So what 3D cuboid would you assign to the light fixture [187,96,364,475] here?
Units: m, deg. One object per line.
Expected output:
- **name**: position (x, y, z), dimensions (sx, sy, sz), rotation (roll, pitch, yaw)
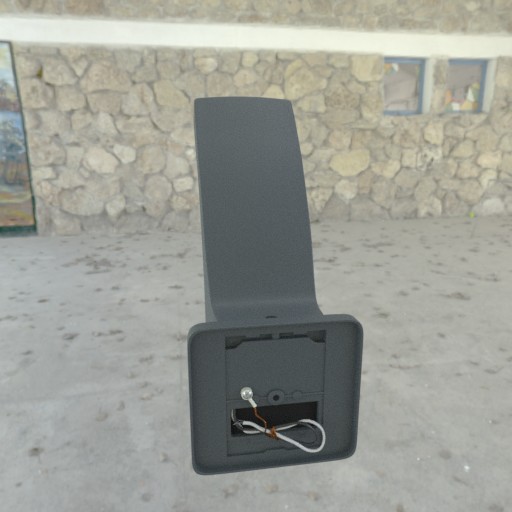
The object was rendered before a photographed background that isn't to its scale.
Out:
- **light fixture**: position (0.000, 0.000, 0.337), dimensions (0.108, 0.243, 0.174), rotation (-2, 14, -9)
